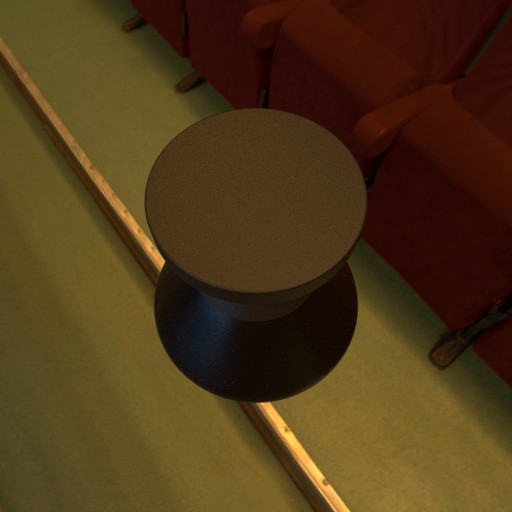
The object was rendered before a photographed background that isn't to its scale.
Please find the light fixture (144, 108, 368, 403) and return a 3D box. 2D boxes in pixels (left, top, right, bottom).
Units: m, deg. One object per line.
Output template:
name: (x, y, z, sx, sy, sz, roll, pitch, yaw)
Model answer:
light fixture: (0.000, 0.000, 0.358, 0.200, 0.183, 0.200, 0, 63, 0)
